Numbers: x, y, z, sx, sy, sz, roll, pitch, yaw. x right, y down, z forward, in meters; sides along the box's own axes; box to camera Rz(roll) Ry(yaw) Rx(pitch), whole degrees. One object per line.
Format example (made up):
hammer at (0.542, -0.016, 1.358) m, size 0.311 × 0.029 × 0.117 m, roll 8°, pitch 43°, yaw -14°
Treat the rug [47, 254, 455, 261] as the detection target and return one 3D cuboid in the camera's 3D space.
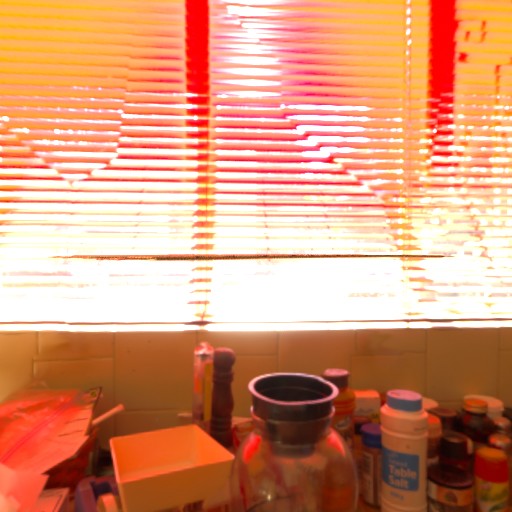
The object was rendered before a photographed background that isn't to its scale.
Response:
rug at (0.000, 0.000, 3.268) m, size 2.615 × 0.029 × 1.664 m, roll 0°, pitch 0°, yaw -35°
